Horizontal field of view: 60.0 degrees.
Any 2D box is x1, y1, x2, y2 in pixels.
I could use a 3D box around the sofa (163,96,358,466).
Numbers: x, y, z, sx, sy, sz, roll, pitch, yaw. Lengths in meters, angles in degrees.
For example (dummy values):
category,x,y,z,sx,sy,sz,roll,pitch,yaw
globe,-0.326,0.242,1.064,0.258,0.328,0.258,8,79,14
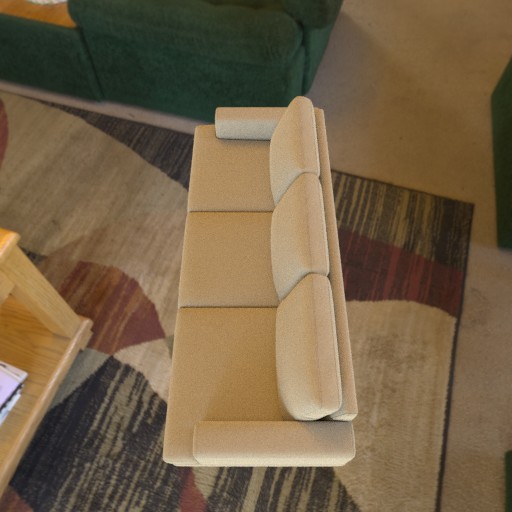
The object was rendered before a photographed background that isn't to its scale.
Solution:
category,x,y,z,sx,sy,sz,roll,pitch,yaw
sofa,0.000,0.000,2.720,0.920,0.810,2.310,0,59,0
